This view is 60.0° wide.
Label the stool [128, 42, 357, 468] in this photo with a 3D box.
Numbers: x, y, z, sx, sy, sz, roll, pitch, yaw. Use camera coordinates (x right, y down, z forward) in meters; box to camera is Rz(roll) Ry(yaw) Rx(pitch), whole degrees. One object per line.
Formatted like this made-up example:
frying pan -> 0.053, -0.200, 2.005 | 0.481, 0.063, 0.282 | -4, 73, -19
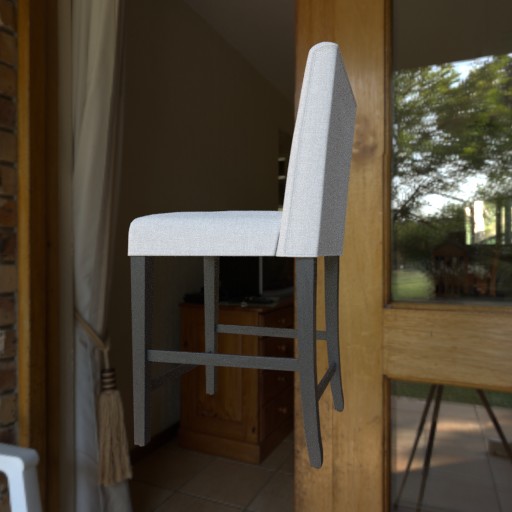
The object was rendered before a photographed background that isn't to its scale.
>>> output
stool -> 0.000, 0.000, 1.227 | 0.509, 0.939, 0.474 | 0, 0, 18
